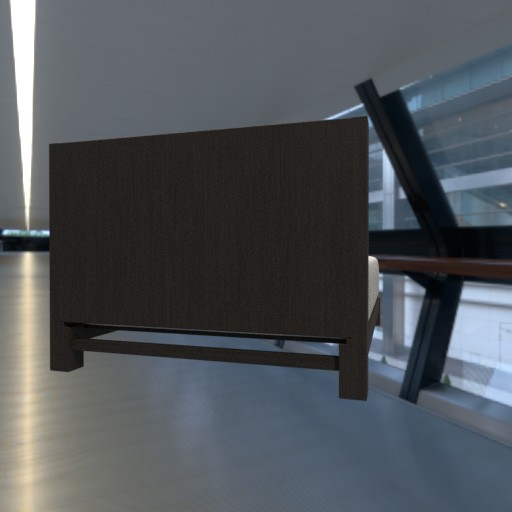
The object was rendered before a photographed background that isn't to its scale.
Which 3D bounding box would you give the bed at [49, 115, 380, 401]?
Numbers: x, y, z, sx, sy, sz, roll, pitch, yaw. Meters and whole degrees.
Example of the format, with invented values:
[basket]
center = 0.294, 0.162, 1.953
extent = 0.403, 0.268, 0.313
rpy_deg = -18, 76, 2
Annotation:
[bed]
center = 0.000, 0.000, 3.296
extent = 1.727, 1.270, 2.242
rpy_deg = 0, 1, 17
